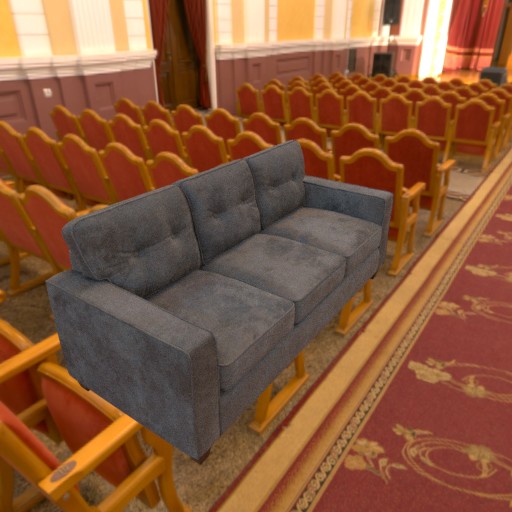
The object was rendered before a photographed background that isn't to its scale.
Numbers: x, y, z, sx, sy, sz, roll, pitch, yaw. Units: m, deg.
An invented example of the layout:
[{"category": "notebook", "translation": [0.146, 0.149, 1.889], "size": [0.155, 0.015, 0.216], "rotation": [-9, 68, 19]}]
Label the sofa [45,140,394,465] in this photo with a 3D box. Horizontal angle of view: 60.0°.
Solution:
[{"category": "sofa", "translation": [0.000, 0.000, 2.656], "size": [0.939, 0.965, 2.133], "rotation": [18, 33, 31]}]
